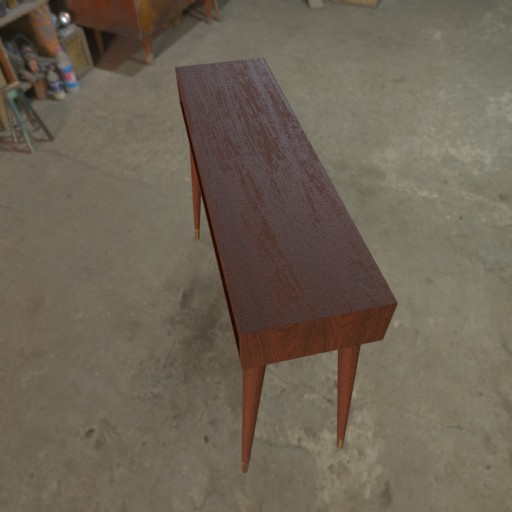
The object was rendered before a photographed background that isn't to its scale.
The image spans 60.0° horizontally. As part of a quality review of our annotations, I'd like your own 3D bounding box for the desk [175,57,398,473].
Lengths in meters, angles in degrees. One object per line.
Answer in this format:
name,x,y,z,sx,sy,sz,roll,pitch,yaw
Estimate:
desk,0.000,0.000,1.652,0.384,0.917,1.204,-10,49,-9
